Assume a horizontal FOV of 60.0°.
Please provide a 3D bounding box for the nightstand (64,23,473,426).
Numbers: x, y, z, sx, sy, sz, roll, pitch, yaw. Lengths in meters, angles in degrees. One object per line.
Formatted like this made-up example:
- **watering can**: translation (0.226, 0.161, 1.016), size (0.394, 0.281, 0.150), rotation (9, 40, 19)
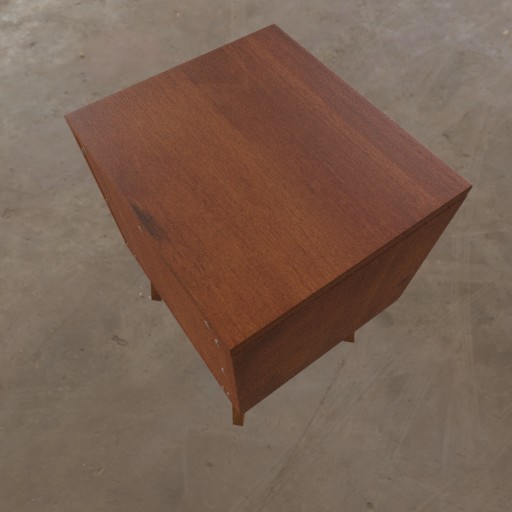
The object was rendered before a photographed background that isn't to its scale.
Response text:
- **nightstand**: translation (0.000, 0.000, 0.912), size (0.411, 0.618, 0.460), rotation (-32, 65, -17)
